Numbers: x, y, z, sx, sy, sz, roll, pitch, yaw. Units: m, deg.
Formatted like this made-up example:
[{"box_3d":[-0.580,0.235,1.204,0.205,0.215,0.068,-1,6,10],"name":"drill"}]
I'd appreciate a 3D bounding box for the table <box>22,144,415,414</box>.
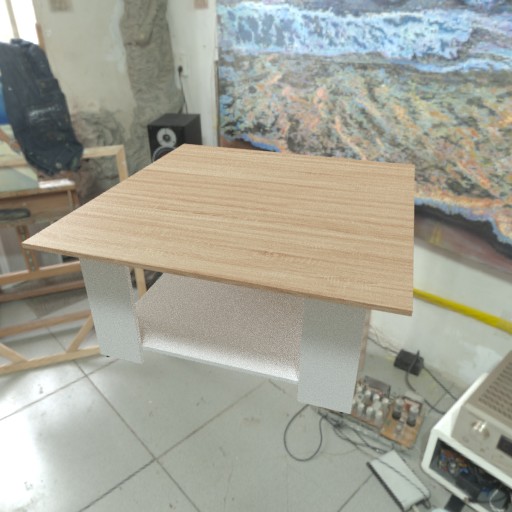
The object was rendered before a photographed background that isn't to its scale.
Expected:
[{"box_3d":[0.000,0.000,1.058,0.670,0.305,0.670,9,31,15],"name":"table"}]
